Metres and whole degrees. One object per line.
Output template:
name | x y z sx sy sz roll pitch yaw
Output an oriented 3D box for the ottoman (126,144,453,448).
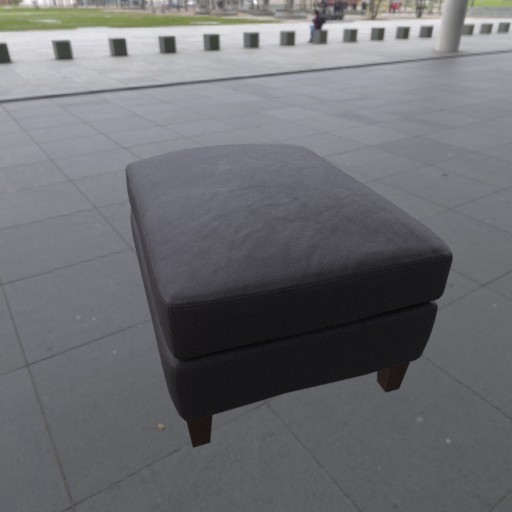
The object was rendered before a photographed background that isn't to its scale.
ottoman | 0.000 0.000 1.305 0.659 0.529 0.887 -10 31 -16
